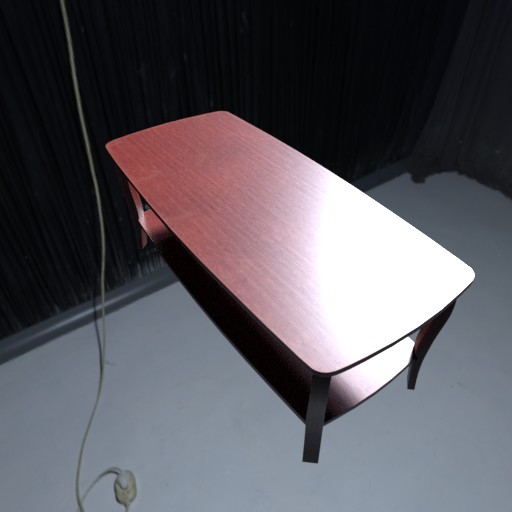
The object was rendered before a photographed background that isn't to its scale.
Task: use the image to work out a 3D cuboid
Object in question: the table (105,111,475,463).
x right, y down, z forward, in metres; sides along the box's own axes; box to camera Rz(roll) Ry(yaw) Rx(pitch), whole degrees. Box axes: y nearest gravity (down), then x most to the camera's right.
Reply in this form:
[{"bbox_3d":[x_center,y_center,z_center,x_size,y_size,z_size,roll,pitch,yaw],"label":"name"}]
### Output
[{"bbox_3d":[0.000,0.000,1.481,0.561,0.473,1.216,-25,47,-25],"label":"table"}]
